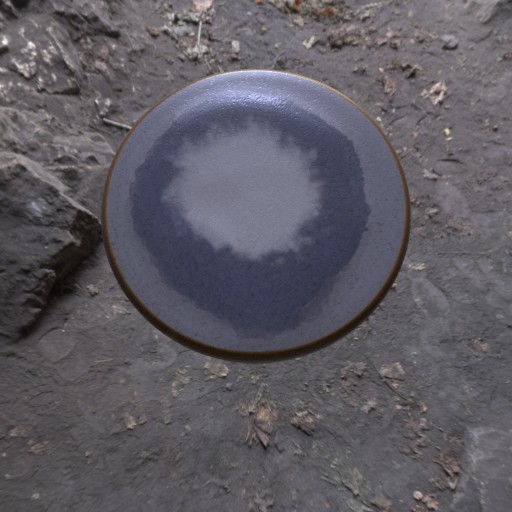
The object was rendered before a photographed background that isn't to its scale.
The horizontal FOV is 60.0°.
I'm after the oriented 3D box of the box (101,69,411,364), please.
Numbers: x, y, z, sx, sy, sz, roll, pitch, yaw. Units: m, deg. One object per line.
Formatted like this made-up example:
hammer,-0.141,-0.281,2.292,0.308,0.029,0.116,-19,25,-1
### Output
box,0.000,0.000,0.246,0.118,0.168,0.118,0,76,0
